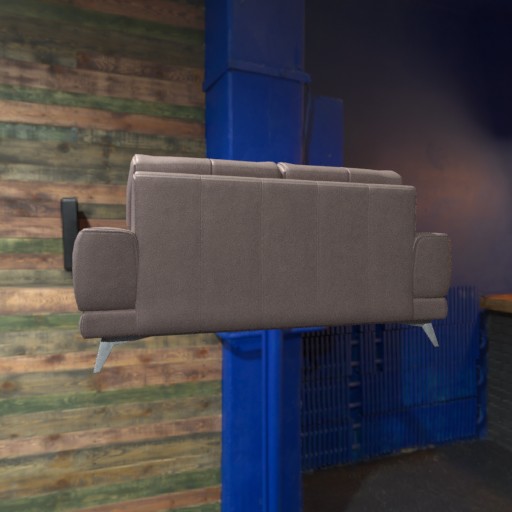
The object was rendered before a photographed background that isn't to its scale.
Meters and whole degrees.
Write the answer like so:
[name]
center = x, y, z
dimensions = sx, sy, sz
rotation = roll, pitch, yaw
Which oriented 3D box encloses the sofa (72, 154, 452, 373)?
[sofa]
center = 0.000, 0.000, 2.429
dimensions = 1.806, 0.907, 1.018
rotation = 0, 0, -18
